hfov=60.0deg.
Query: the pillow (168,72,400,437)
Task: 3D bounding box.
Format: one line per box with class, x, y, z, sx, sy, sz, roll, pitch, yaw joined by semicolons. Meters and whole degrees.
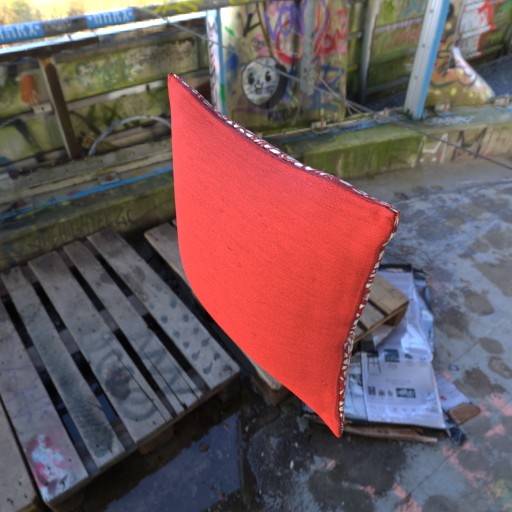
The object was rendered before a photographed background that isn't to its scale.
pillow;0.000;0.000;0.666;0.162;0.419;0.438;-26;48;-26
